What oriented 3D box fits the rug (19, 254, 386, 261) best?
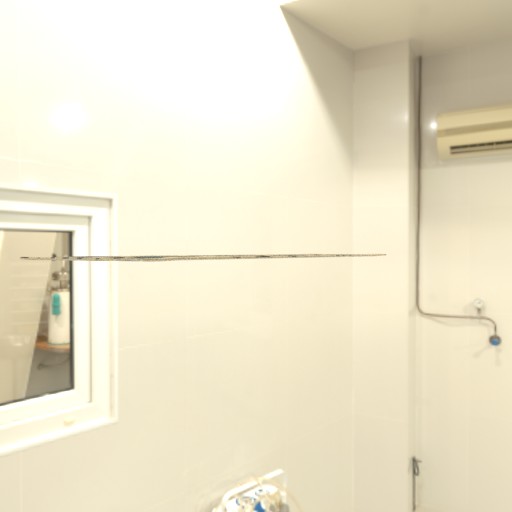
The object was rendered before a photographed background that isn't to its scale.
[{"bbox_3d":[0.000,0.000,2.510,0.692,0.017,2.301,0,1,36],"label":"rug"}]
